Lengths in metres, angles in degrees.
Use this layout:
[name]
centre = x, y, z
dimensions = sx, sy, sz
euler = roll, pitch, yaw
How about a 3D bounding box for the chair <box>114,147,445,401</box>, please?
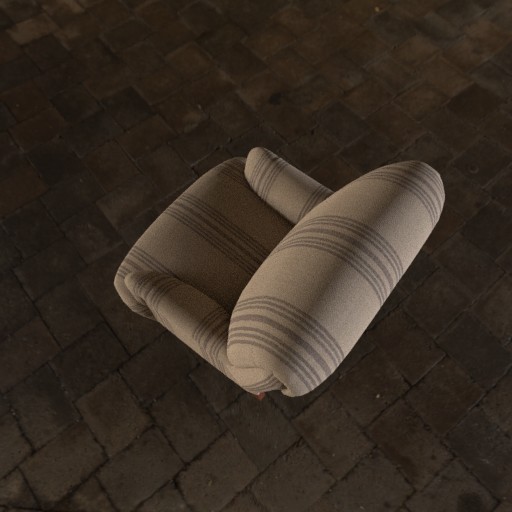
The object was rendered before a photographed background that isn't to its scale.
[chair]
centre = 0.000, 0.000, 1.618
dimensions = 0.914, 0.940, 0.813
euler = 35, 68, 16
